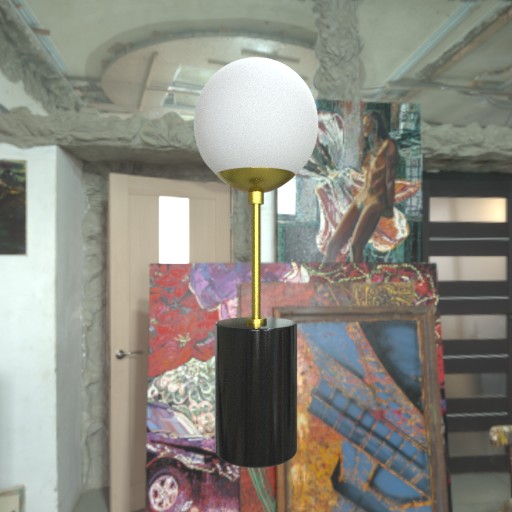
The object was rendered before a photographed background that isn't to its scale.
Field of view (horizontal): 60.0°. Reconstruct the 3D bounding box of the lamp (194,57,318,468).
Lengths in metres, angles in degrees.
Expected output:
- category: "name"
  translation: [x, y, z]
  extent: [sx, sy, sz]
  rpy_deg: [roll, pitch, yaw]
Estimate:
- category: "lamp"
  translation: [0.000, 0.000, 0.552]
  extent: [0.153, 0.480, 0.153]
  rpy_deg: [0, 0, 0]
